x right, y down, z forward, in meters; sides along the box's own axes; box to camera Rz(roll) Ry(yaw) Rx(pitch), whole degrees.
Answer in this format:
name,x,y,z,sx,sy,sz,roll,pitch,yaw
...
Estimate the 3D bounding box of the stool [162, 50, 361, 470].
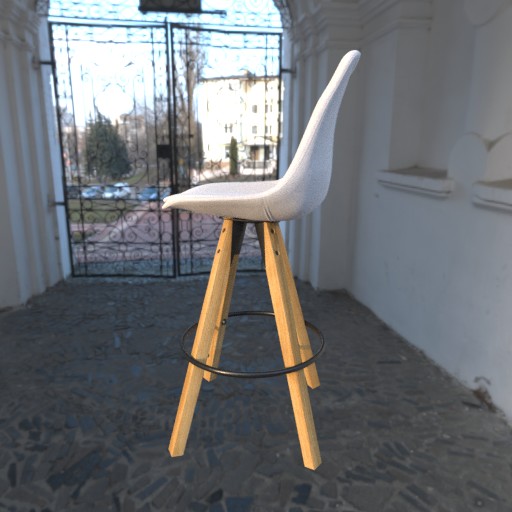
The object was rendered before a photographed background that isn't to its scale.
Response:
name,x,y,z,sx,sy,sz,roll,pitch,yaw
stool,0.000,0.000,1.363,0.550,1.115,0.484,2,14,7
